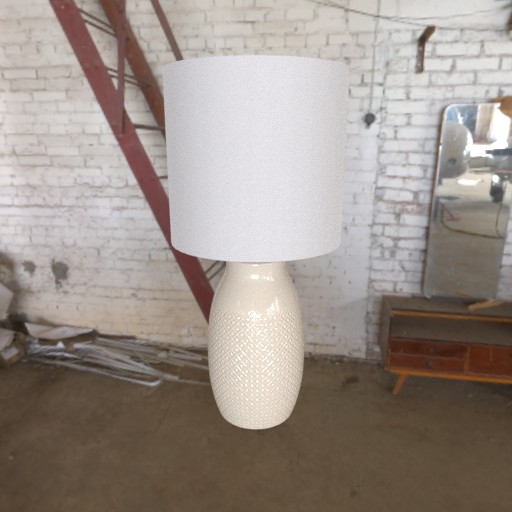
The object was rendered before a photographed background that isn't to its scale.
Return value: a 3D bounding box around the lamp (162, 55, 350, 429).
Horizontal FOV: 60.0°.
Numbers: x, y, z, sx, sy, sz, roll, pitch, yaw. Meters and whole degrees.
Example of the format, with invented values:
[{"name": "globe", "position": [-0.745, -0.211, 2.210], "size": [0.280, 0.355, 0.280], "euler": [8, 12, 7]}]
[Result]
[{"name": "lamp", "position": [0.000, 0.000, 0.583], "size": [0.217, 0.453, 0.217], "euler": [14, 21, 42]}]
